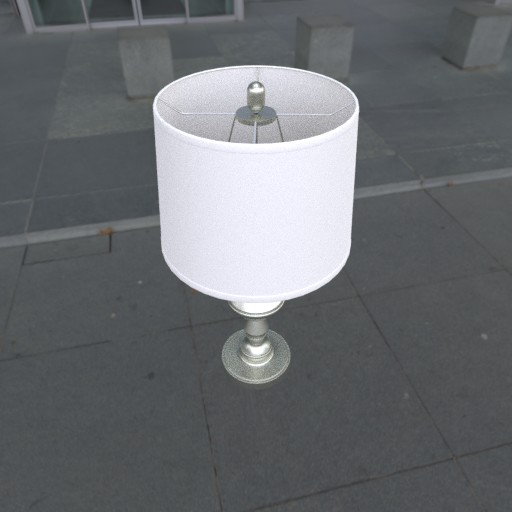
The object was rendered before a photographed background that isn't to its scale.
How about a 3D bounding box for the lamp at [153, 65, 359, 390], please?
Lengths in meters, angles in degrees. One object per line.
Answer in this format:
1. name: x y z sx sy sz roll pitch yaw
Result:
1. lamp: 0.000 0.000 0.946 0.383 0.733 0.383 0 41 0
